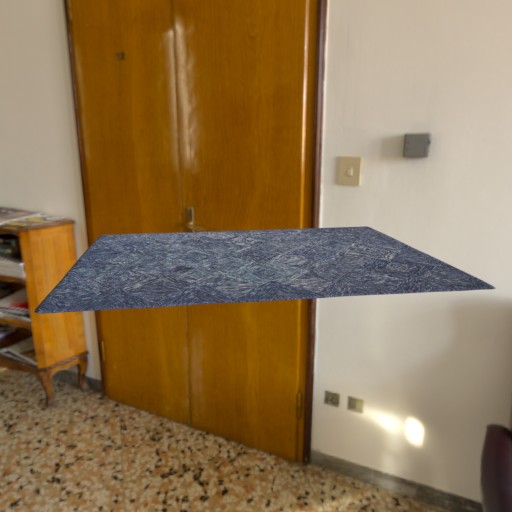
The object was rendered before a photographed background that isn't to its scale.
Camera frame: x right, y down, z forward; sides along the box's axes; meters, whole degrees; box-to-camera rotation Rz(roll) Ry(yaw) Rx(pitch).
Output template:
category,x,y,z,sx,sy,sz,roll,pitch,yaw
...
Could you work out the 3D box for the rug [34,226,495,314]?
category,x,y,z,sx,sy,sz,roll,pitch,yaw
rug,0.000,0.000,4.165,3.245,0.024,2.385,-2,15,-9
